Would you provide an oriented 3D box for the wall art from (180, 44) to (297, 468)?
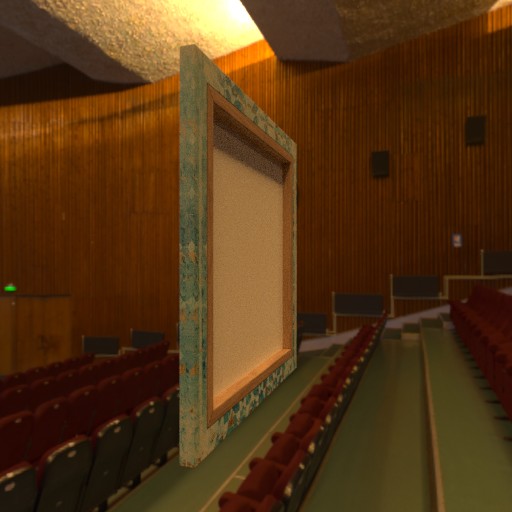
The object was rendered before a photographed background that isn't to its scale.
[{"bbox_3d":[0.000,0.000,1.393,0.040,0.916,0.916,0,0,19],"label":"wall art"}]
